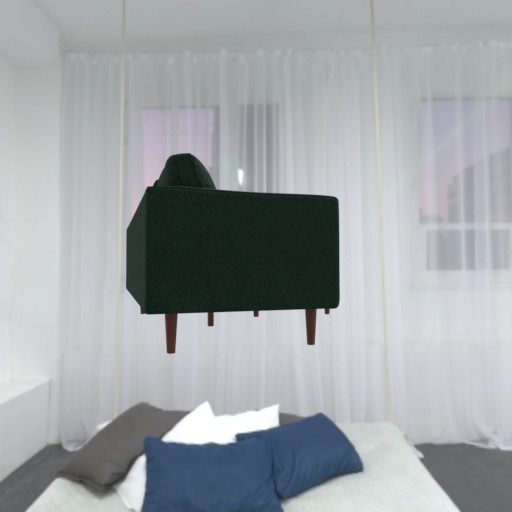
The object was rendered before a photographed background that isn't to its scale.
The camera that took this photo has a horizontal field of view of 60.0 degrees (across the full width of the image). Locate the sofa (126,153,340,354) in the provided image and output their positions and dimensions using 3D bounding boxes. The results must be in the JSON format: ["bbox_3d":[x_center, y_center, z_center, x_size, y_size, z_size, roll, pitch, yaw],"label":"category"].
[{"bbox_3d":[0.000,0.000,2.931,1.580,0.899,2.030,0,-1,-18],"label":"sofa"}]
